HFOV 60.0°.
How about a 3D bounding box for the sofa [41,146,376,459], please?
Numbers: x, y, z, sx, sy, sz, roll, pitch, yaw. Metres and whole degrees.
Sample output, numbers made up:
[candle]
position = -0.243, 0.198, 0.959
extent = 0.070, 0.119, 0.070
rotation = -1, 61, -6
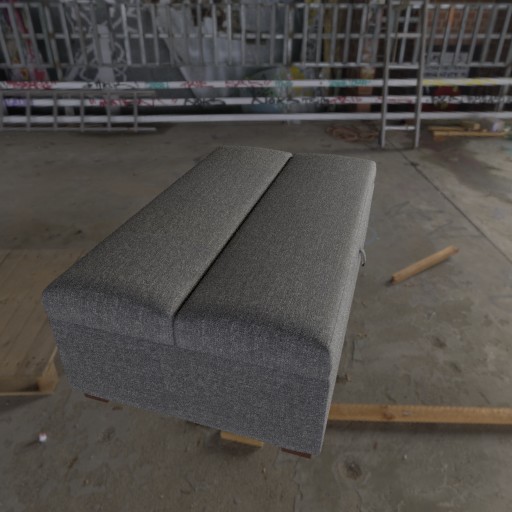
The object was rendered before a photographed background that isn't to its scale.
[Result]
[sofa]
position = 0.000, 0.000, 1.580
extent = 0.782, 0.417, 1.198
rotation = 9, 33, 15
